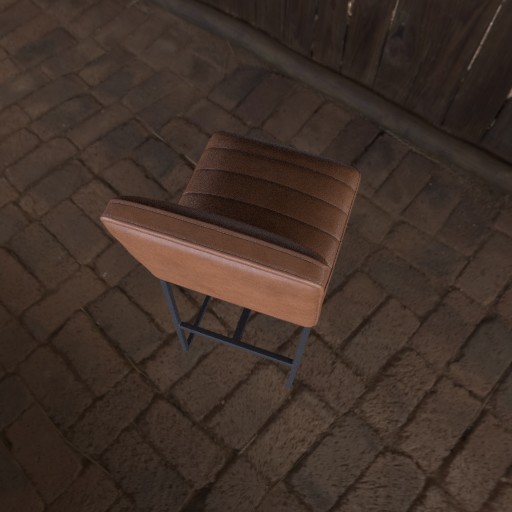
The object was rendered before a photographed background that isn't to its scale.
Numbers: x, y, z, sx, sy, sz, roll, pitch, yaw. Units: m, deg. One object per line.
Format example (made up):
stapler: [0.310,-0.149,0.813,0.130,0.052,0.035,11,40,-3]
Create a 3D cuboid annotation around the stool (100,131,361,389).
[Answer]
stool: [0.000,0.000,1.339,0.458,1.040,0.556,17,64,9]
